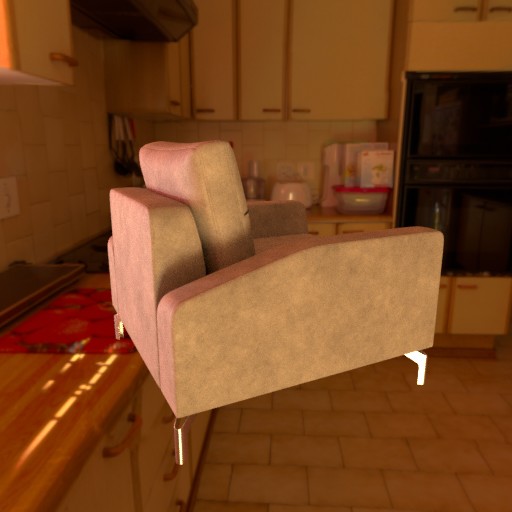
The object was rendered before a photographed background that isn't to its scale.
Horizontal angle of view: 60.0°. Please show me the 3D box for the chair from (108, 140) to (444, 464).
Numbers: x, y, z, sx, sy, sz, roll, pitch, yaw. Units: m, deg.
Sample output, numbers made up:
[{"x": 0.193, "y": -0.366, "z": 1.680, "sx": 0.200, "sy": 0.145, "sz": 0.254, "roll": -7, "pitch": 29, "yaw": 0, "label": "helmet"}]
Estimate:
[{"x": 0.000, "y": 0.000, "z": 1.593, "sx": 0.900, "sy": 0.800, "sz": 0.900, "roll": -7, "pitch": 16, "yaw": -26, "label": "chair"}]
